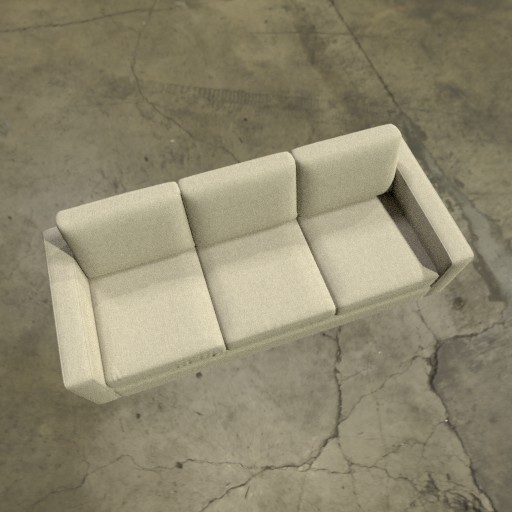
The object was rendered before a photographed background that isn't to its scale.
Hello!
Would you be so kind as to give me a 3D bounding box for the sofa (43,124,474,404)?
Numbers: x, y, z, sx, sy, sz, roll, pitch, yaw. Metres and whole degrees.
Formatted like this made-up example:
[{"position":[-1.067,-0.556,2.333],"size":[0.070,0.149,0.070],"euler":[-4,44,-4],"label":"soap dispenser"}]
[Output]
[{"position":[0.000,0.000,2.501],"size":[2.160,0.800,0.900],"euler":[-17,65,-8],"label":"sofa"}]
